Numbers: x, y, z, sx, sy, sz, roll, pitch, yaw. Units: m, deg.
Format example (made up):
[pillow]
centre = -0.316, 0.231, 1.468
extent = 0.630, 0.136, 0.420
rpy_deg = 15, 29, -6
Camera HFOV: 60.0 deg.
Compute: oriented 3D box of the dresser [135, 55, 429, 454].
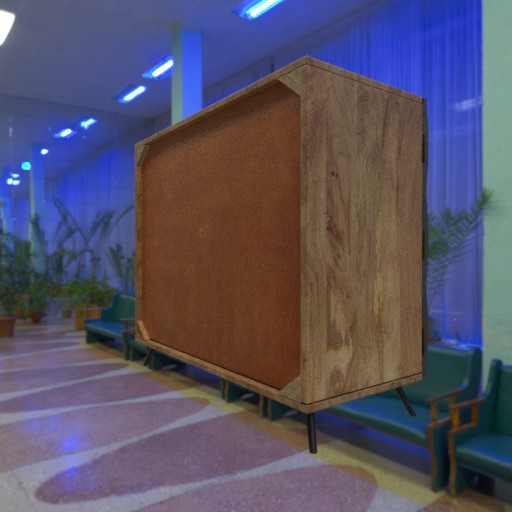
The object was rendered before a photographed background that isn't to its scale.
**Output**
[dresser]
centre = 0.000, 0.000, 1.446
extent = 0.446, 0.847, 0.967
rpy_deg = 0, 1, -37
